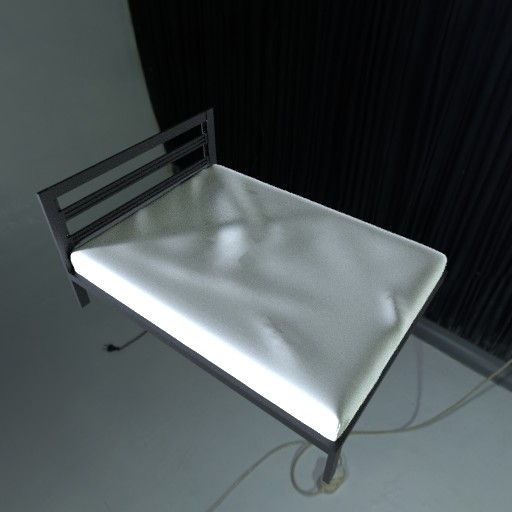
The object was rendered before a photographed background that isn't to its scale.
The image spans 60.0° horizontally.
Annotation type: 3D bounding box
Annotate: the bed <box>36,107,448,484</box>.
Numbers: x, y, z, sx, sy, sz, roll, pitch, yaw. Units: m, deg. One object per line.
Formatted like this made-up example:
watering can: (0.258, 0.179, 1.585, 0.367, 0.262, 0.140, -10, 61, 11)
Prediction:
bed: (0.000, 0.000, 2.878, 2.062, 0.967, 1.524, 26, 48, 27)
